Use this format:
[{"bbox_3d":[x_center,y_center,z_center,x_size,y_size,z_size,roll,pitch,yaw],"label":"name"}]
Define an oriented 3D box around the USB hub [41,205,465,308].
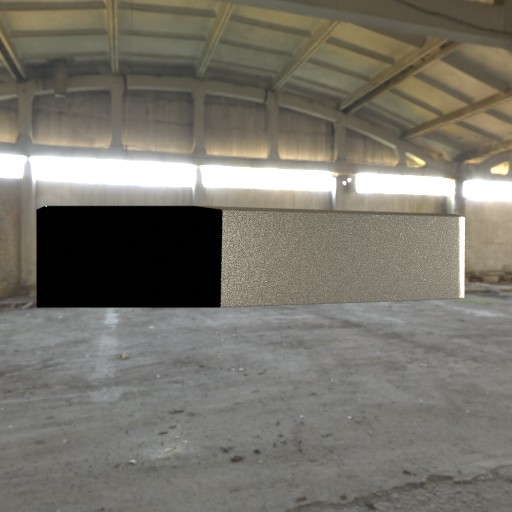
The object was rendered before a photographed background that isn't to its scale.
[{"bbox_3d":[0.000,0.000,0.125,0.110,0.023,0.044,0,0,-17],"label":"USB hub"}]
